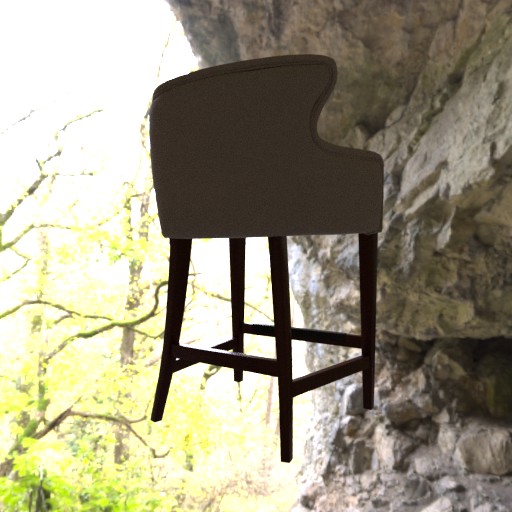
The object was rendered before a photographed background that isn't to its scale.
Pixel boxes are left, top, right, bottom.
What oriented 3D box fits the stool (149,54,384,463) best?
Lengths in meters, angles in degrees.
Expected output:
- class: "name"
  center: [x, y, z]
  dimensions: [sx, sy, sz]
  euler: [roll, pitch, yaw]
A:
- class: "stool"
  center: [0.000, 0.000, 1.309]
  dimensions: [0.601, 0.951, 0.570]
  euler: [1, 1, 34]
